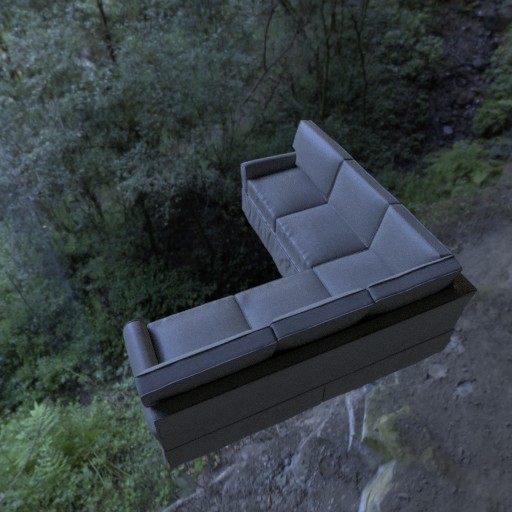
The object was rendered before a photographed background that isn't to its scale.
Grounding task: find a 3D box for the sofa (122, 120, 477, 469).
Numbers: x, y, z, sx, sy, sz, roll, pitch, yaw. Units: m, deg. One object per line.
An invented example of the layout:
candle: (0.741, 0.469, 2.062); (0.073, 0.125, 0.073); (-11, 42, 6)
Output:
sofa: (0.000, 0.000, 4.097); (2.623, 1.081, 2.618); (-18, 49, -16)
